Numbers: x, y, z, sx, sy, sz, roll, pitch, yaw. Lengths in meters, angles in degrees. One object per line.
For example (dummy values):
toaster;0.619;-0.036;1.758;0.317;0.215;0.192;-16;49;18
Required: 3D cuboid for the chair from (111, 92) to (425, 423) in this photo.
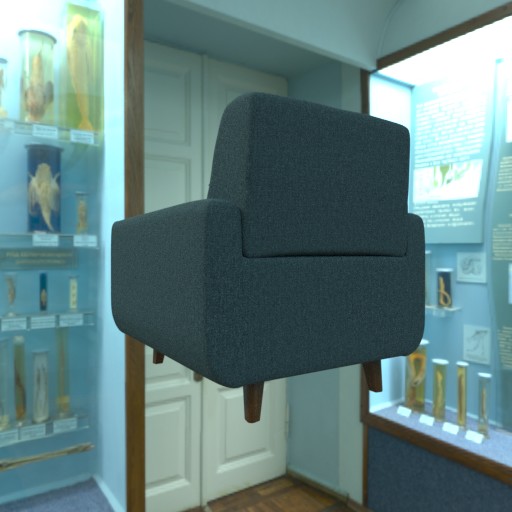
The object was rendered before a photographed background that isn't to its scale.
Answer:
chair;0.000;0.000;1.733;0.880;0.940;0.964;0;1;-32
